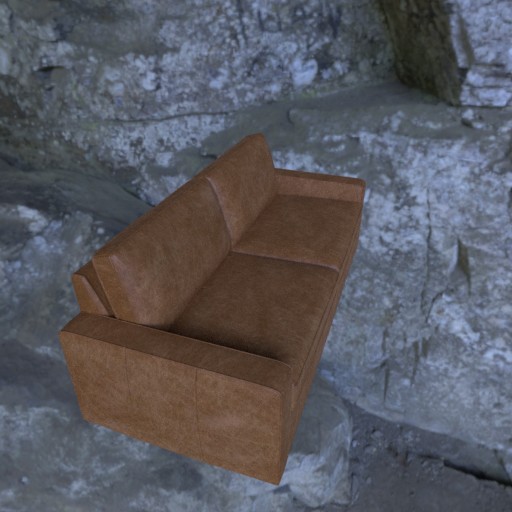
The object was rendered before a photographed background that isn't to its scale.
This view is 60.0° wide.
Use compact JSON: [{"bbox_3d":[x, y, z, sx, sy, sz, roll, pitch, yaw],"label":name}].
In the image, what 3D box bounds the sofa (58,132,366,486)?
[{"bbox_3d":[0.000,0.000,2.583,0.991,0.928,2.156,11,33,17],"label":"sofa"}]
